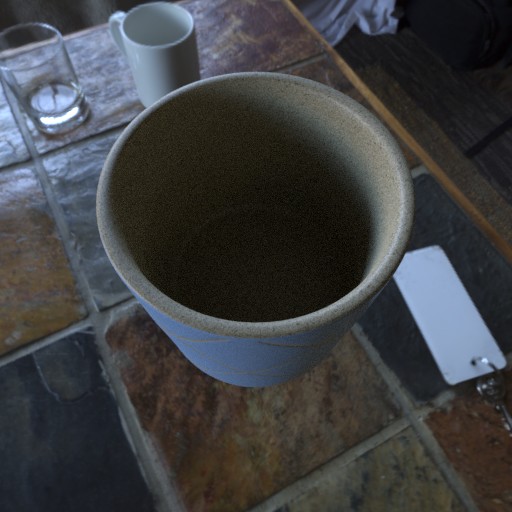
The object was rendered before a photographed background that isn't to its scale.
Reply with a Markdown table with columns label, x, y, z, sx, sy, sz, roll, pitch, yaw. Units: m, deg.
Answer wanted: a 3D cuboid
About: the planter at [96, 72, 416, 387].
| label | x | y | z | sx | sy | sz | roll | pitch | yaw |
| --- | --- | --- | --- | --- | --- | --- | --- | --- | --- |
| planter | 0.000 | 0.000 | 0.422 | 0.227 | 0.235 | 0.227 | 0 | 64 | 0 |
